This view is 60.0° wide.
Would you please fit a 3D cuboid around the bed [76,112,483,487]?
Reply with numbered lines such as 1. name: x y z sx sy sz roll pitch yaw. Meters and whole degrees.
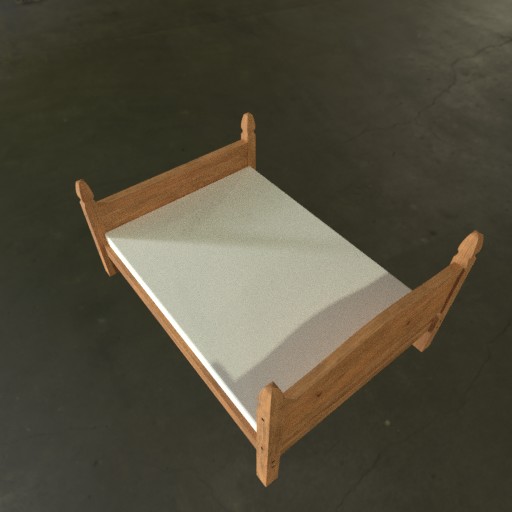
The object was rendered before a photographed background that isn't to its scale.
1. bed: 0.000 0.000 2.961 1.490 1.100 2.069 -30 54 -25
